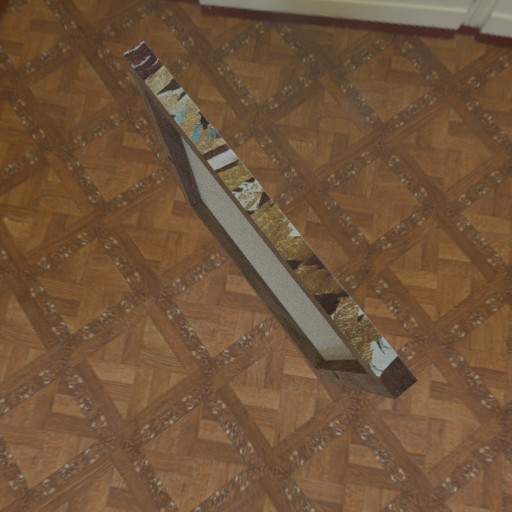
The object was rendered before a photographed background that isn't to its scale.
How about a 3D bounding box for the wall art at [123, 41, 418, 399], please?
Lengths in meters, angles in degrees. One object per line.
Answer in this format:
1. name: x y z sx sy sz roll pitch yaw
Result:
1. wall art: 0.000 0.000 0.897 0.041 0.613 0.609 -36 79 -8
